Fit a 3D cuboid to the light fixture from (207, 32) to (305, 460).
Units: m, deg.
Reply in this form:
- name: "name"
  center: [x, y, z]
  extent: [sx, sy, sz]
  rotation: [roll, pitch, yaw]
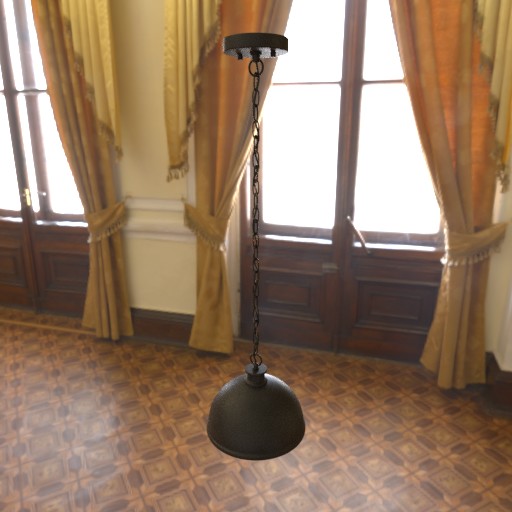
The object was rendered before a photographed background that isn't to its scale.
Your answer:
- name: "light fixture"
  center: [0.000, 0.000, 1.222]
  extent: [0.304, 1.090, 0.304]
  rotation: [9, 18, 28]
